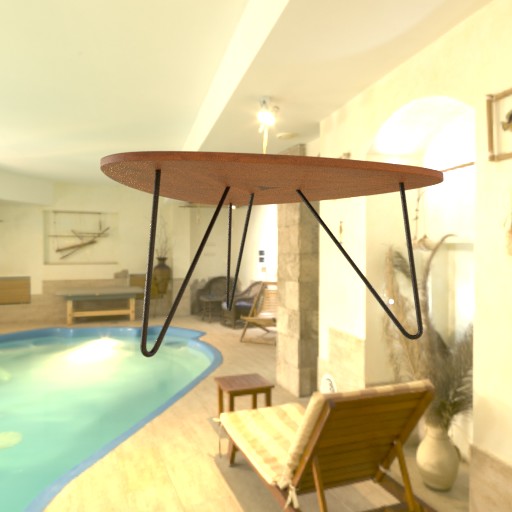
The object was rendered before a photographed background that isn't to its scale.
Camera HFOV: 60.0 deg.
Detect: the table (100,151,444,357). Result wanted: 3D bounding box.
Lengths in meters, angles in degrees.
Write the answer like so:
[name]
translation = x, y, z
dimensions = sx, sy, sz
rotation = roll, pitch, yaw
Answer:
[table]
translation = 0.000, 0.000, 1.291
dimensions = 0.833, 0.413, 0.821
rotation = 0, 1, -17
